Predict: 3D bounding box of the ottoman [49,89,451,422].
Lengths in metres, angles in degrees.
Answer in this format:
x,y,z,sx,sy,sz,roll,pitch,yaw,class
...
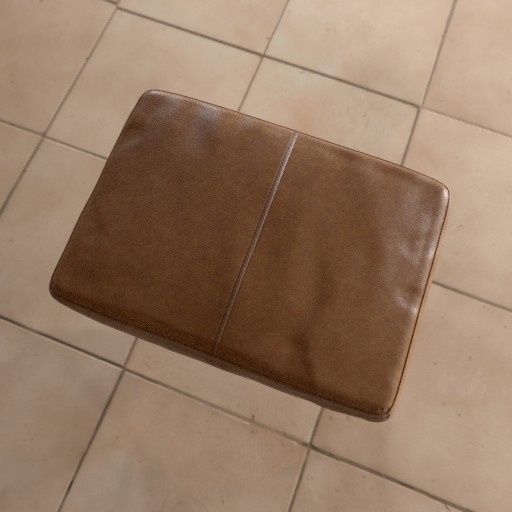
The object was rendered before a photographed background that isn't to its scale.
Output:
x,y,z,sx,sy,sz,roll,pitch,yaw,class
0.000,0.000,1.223,0.869,0.461,0.630,19,76,5,ottoman
